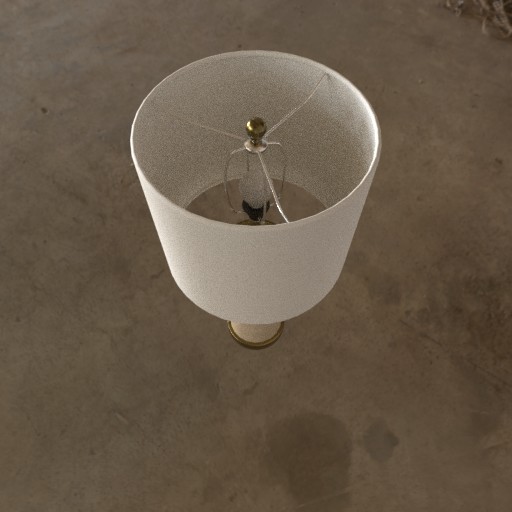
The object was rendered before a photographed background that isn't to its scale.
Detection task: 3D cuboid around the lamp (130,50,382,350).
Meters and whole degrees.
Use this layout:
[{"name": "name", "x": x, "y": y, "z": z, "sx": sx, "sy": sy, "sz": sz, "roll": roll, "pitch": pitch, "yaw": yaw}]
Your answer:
[{"name": "lamp", "x": 0.000, "y": 0.000, "z": 0.804, "sx": 0.305, "sy": 0.634, "sz": 0.305, "roll": -14, "pitch": 60, "yaw": -8}]
